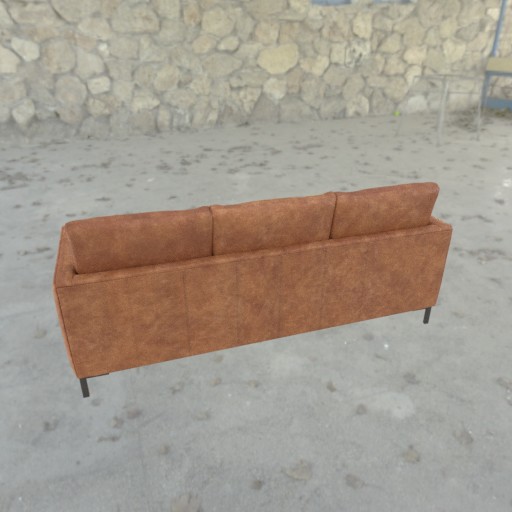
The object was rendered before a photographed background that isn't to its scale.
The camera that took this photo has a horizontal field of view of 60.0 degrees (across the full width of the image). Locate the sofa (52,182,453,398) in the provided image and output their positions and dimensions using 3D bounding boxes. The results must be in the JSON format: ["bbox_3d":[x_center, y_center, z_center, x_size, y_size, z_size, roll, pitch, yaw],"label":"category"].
[{"bbox_3d":[0.000,0.000,2.487,2.029,0.863,0.748,-8,27,-17],"label":"sofa"}]
